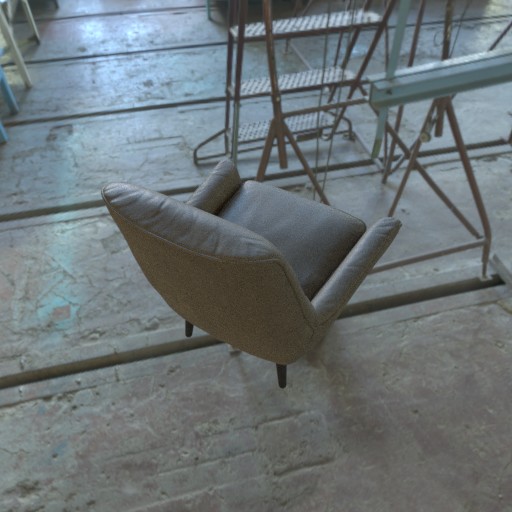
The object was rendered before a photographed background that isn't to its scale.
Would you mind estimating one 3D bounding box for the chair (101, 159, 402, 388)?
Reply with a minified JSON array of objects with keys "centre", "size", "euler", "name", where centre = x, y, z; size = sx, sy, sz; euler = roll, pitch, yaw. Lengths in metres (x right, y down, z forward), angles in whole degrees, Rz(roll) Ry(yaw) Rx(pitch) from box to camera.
[{"centre":[0.000,0.000,1.549],"size":[0.787,0.888,0.824],"euler":[23,51,21],"name":"chair"}]
